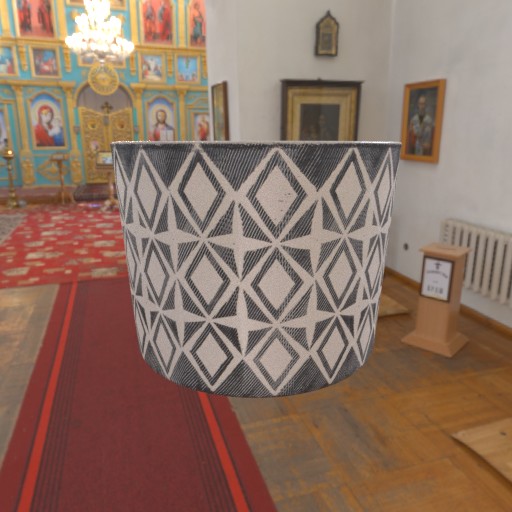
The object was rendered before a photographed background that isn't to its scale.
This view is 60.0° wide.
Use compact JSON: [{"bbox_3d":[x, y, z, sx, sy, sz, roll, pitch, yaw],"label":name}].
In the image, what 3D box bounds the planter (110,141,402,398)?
[{"bbox_3d":[0.000,0.000,0.441,0.260,0.220,0.260,0,14,0],"label":"planter"}]
